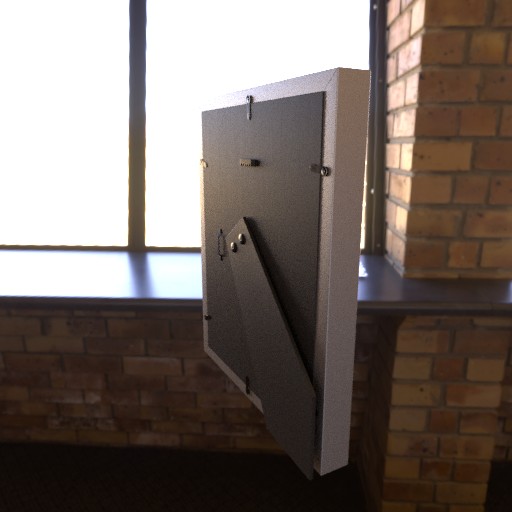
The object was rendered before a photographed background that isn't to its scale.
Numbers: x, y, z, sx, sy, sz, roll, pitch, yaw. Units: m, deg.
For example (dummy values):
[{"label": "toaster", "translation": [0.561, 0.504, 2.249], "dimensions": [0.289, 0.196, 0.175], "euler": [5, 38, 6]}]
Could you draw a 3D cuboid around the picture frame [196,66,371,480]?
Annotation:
[{"label": "picture frame", "translation": [0.000, 0.000, 0.396], "dimensions": [0.036, 0.282, 0.233], "euler": [-7, 16, -27]}]
